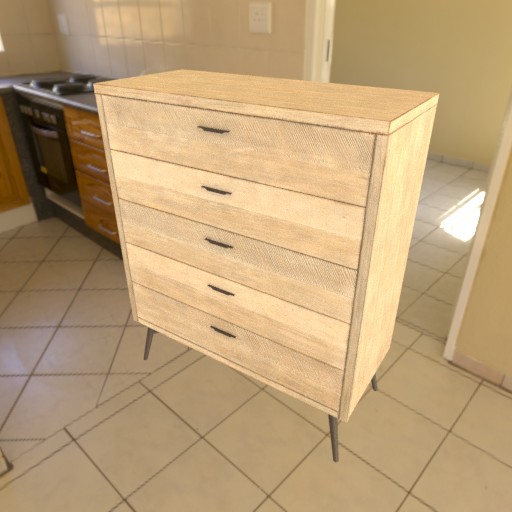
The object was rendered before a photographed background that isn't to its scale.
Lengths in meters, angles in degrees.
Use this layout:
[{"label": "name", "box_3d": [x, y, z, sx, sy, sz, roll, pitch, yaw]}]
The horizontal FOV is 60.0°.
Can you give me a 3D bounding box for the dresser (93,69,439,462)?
[{"label": "dresser", "box_3d": [0.000, 0.000, 1.701, 1.016, 1.219, 0.457, 18, 34, 29]}]
